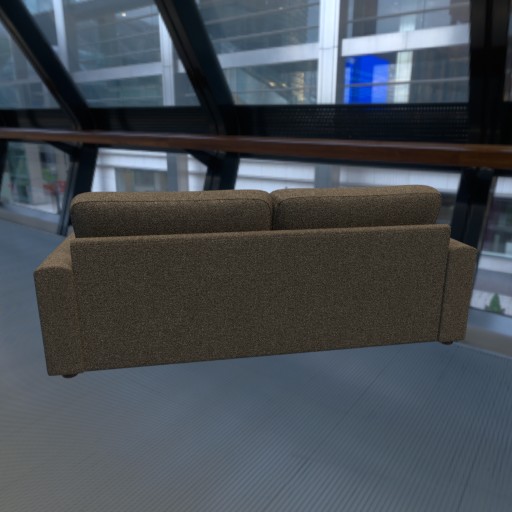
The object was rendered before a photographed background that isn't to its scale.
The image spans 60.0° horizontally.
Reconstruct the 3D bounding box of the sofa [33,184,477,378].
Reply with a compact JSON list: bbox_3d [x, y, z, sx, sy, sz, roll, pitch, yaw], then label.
[{"bbox_3d":[0.000,0.000,2.638,2.179,0.873,1.016,-3,16,-10],"label":"sofa"}]
